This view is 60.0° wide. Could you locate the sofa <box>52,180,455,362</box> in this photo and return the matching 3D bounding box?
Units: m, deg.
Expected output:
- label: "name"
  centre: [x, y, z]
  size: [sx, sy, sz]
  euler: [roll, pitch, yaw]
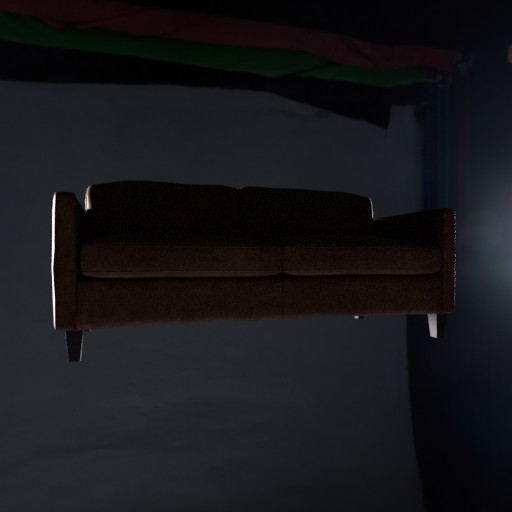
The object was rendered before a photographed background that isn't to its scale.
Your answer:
- label: "sofa"
  centre: [0.000, 0.000, 2.441]
  size: [1.971, 0.863, 0.923]
  euler: [0, 0, -18]
